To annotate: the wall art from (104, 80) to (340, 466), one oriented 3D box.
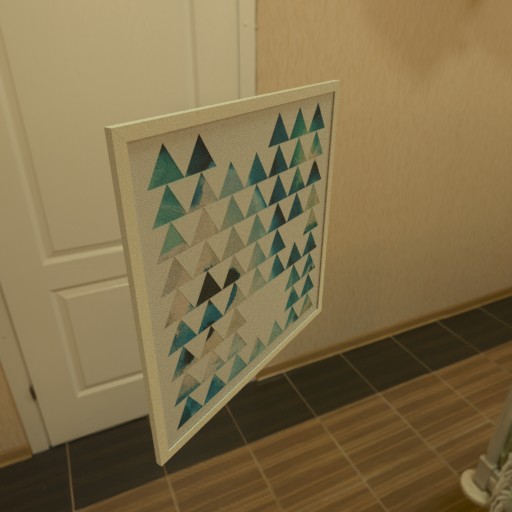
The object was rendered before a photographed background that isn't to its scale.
[{"bbox_3d":[0.000,0.000,0.817,0.012,0.557,0.557,19,33,31],"label":"wall art"}]
